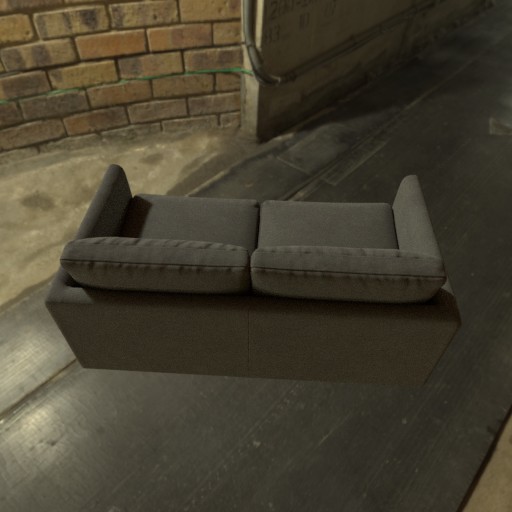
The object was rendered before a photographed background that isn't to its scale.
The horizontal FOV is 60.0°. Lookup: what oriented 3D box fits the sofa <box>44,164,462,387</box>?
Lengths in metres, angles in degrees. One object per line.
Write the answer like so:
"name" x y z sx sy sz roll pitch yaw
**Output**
"sofa" 0.000 0.000 2.503 1.909 0.845 1.091 3 47 2
